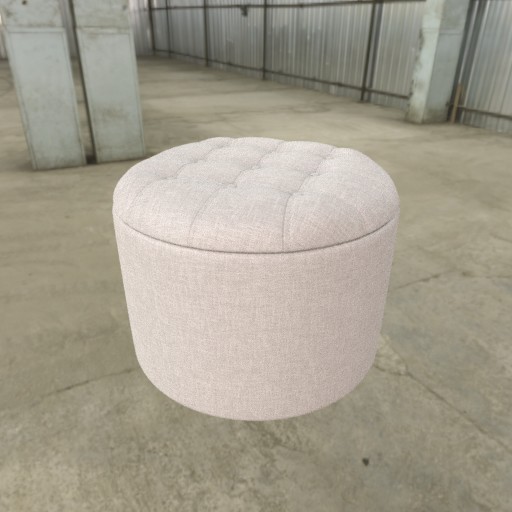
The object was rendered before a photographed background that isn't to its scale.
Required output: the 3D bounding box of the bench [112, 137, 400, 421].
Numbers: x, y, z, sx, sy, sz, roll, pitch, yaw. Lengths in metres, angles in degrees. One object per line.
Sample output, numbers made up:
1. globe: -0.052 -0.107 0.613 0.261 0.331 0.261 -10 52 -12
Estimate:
1. bench: 0.000 0.000 1.028 0.600 0.453 0.600 0 28 0
